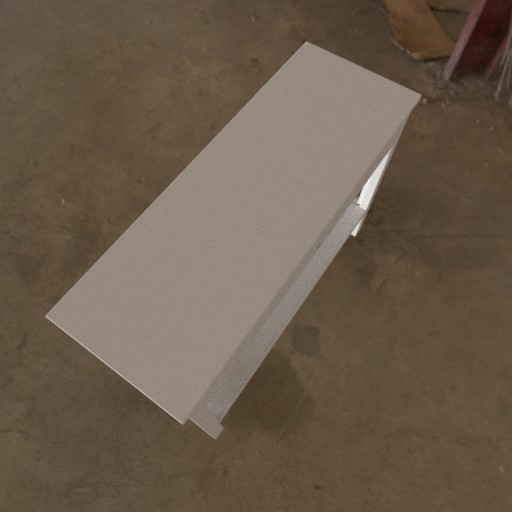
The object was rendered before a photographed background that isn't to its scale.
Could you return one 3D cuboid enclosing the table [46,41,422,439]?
[{"bbox_3d":[0.000,0.000,1.449,0.397,0.753,1.068,32,68,15],"label":"table"}]
